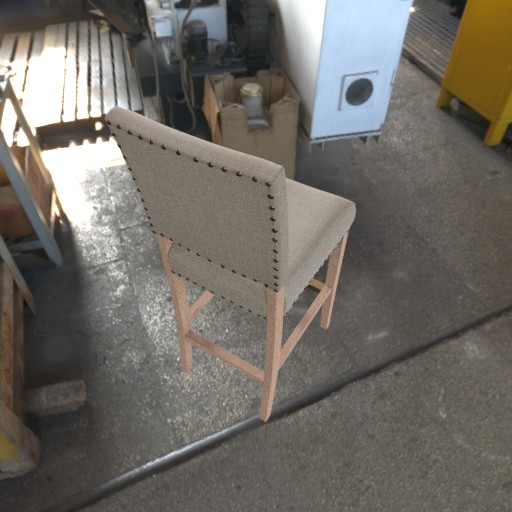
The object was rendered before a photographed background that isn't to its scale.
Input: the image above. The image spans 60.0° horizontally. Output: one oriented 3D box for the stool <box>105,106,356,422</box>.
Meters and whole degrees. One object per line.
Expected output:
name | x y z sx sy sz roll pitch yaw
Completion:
stool | 0.000 0.000 1.471 0.445 1.173 0.585 25 52 21
